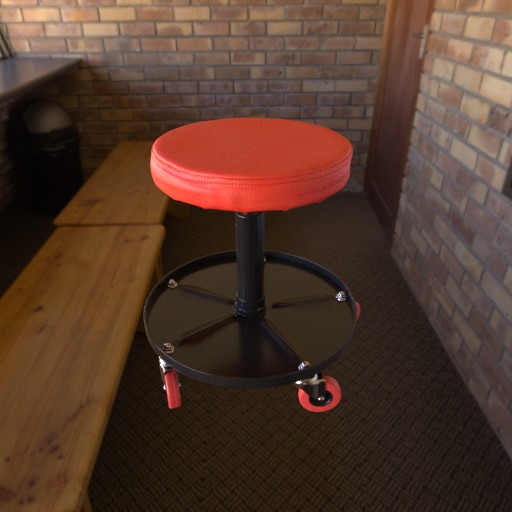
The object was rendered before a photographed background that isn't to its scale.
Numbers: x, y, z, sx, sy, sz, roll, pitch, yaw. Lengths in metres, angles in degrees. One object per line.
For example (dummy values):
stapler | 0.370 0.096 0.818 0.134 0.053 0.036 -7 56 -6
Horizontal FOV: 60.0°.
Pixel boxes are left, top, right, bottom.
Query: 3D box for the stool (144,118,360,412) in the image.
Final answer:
stool | 0.000 0.000 0.693 0.382 0.365 0.381 -19 35 -29
